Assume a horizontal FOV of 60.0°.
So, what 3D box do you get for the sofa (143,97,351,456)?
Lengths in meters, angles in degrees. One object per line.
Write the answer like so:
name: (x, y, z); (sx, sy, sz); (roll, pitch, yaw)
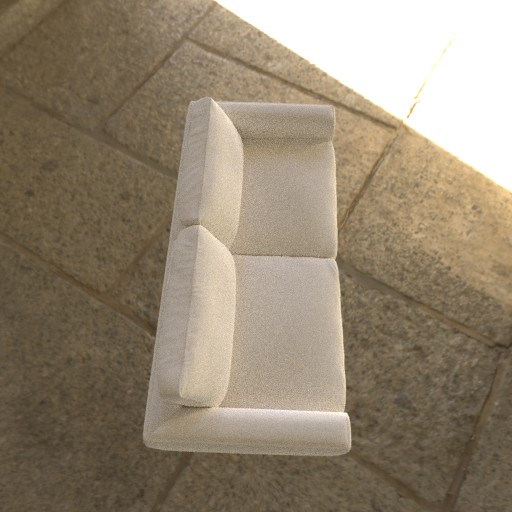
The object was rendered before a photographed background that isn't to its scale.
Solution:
sofa: (0.000, 0.000, 2.785); (1.070, 0.801, 2.262); (2, 65, 1)
